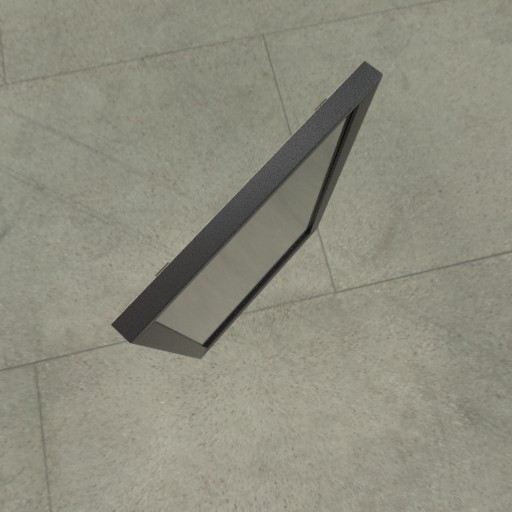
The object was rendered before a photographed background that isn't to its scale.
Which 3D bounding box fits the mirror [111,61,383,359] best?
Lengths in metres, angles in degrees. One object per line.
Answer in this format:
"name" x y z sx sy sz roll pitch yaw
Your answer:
"mirror" 0.000 0.000 0.934 0.040 0.710 0.507 41 79 10
